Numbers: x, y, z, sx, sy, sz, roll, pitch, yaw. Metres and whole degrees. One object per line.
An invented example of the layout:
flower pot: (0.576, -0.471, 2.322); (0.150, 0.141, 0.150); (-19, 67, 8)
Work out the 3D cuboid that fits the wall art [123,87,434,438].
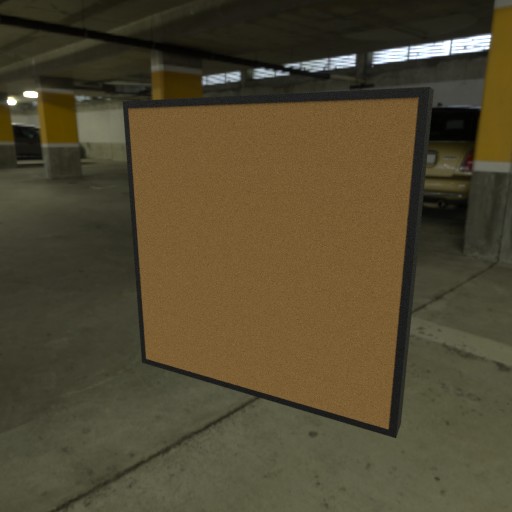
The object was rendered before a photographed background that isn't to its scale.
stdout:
wall art: (0.000, 0.000, 0.748); (0.509, 0.509, 0.040); (8, 17, 27)
